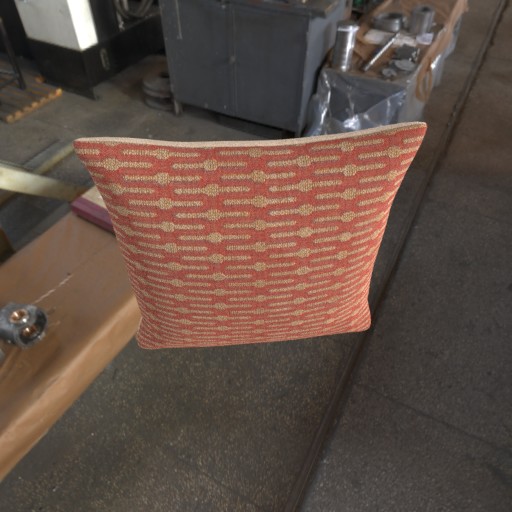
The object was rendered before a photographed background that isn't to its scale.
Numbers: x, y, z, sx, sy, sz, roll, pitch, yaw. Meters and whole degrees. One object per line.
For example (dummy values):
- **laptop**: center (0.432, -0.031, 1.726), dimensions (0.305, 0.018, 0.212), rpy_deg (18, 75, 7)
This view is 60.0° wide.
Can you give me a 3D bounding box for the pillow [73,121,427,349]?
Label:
- **pillow**: center (0.000, 0.000, 0.803), dimensions (0.511, 0.503, 0.182), rpy_deg (-4, 46, -4)
